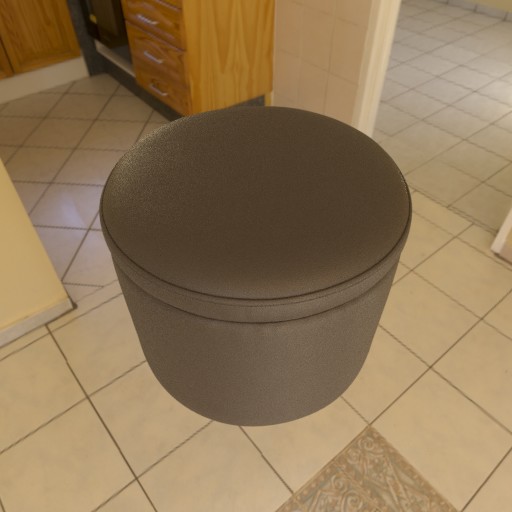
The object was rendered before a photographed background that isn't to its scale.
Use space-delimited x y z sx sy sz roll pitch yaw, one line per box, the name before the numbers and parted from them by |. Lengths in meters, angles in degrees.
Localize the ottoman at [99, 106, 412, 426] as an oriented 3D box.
ottoman | 0.000 0.000 0.839 0.500 0.409 0.500 0 46 0
